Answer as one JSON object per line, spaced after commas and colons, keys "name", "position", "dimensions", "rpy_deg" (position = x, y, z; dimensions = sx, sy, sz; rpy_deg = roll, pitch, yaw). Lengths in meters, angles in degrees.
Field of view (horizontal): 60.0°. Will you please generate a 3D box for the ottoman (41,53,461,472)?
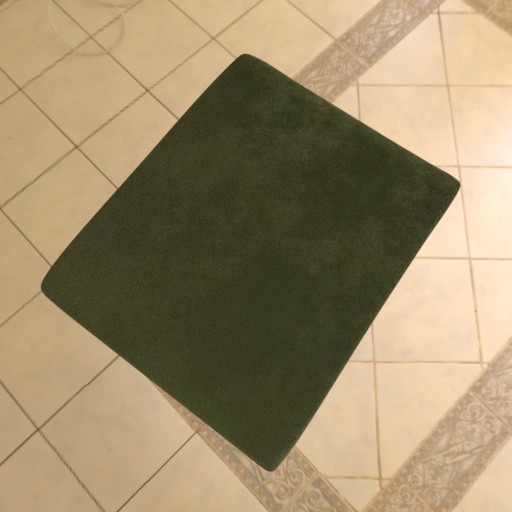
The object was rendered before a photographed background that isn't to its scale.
{"name": "ottoman", "position": [0.000, 0.000, 1.274], "dimensions": [0.701, 0.538, 0.839], "rpy_deg": [35, 78, 9]}
